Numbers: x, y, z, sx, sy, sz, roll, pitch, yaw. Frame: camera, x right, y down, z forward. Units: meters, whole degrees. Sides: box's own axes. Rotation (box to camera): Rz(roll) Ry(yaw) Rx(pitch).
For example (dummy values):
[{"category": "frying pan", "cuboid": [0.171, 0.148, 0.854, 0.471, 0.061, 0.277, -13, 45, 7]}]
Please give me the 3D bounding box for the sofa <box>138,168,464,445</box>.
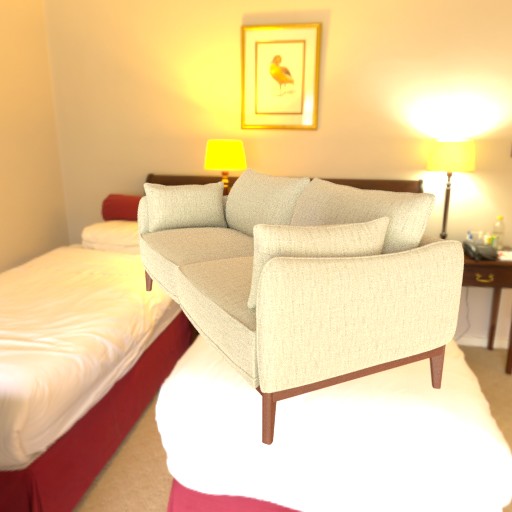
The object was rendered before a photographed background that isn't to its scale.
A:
[{"category": "sofa", "cuboid": [0.000, 0.000, 2.484, 0.991, 0.860, 1.989, -7, 16, -25]}]
